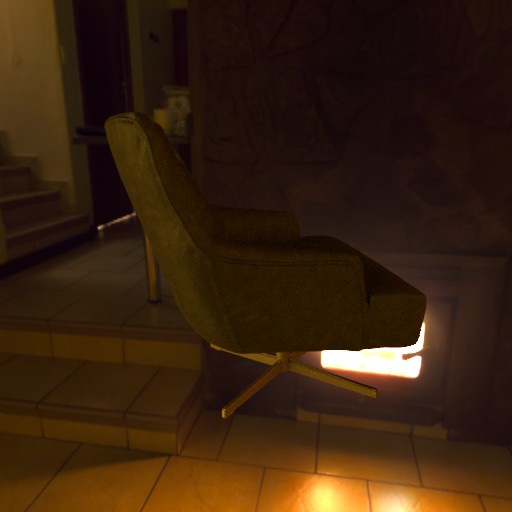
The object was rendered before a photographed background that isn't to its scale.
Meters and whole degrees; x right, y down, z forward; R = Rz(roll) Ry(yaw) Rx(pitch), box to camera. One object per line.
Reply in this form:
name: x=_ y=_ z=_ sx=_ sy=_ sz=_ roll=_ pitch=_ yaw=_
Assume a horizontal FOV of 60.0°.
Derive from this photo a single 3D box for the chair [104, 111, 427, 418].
chair: x=0.000 y=0.000 z=1.464 sx=0.874 sy=0.870 sz=0.738 roll=-2 pitch=15 yaw=-9
